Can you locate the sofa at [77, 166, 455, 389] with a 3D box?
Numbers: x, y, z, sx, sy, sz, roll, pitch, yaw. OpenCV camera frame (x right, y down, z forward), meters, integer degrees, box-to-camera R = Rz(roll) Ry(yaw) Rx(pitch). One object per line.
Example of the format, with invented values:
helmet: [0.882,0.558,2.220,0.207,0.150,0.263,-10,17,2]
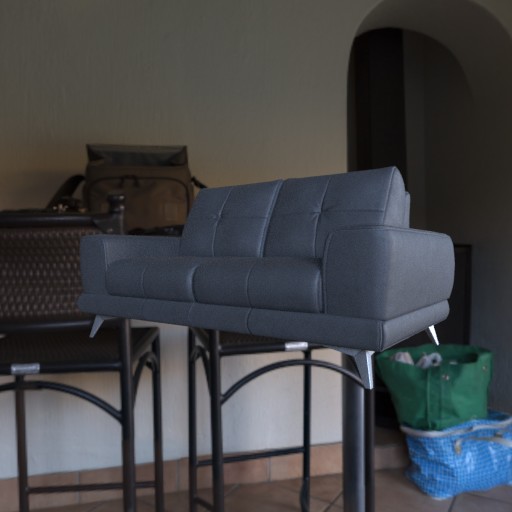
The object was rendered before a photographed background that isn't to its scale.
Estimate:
sofa: [0.000,0.000,2.369,1.806,0.907,1.018,0,0,36]
